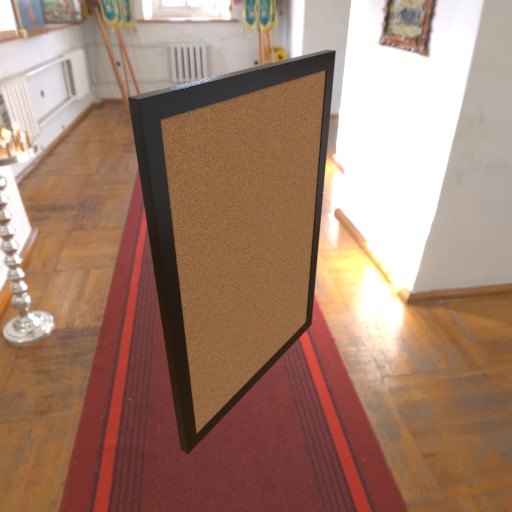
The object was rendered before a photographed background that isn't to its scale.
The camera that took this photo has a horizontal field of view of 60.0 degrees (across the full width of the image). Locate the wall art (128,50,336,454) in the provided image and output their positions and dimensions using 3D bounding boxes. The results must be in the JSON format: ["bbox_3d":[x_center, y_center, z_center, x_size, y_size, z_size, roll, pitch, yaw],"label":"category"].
[{"bbox_3d":[0.000,0.000,0.546,0.013,0.432,0.304,22,38,30],"label":"wall art"}]
